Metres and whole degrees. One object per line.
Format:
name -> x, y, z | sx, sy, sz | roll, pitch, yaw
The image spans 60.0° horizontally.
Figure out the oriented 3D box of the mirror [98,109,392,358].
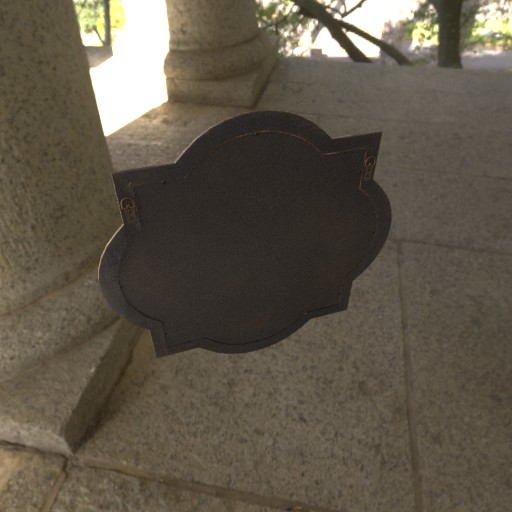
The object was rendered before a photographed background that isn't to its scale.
mirror -> 0.000, 0.000, 1.037 | 0.686, 0.686, 0.019 | -12, 42, -13
